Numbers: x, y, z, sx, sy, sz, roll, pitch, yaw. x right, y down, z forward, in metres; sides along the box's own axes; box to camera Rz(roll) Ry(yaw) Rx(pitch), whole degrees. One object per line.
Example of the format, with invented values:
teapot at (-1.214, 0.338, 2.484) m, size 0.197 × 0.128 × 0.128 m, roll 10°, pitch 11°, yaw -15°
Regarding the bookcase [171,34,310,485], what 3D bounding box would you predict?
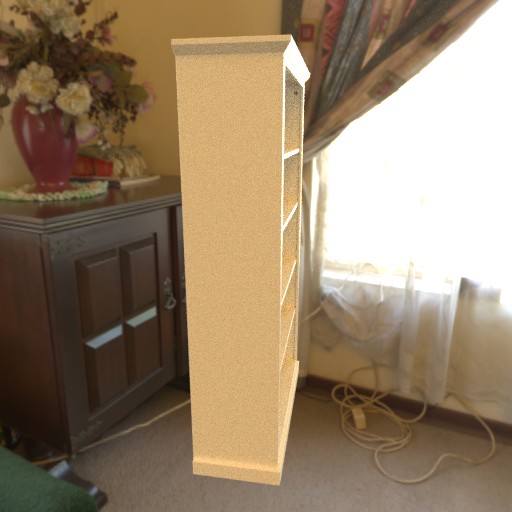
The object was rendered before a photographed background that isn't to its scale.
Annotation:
bookcase at (0.000, 0.000, 2.302) m, size 0.432 × 1.880 × 1.050 m, roll 3°, pitch 16°, yaw 10°
